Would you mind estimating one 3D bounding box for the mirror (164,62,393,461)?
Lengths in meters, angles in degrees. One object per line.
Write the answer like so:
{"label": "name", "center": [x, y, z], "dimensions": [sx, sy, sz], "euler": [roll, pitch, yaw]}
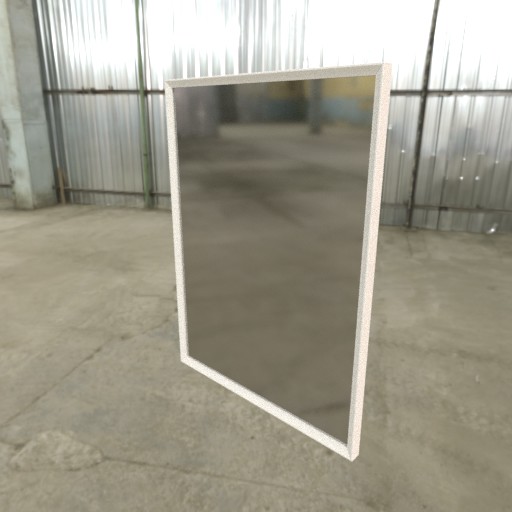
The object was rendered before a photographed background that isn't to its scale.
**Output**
{"label": "mirror", "center": [0.000, 0.000, 1.329], "dimensions": [0.762, 1.016, 0.041], "euler": [16, 24, 41]}
